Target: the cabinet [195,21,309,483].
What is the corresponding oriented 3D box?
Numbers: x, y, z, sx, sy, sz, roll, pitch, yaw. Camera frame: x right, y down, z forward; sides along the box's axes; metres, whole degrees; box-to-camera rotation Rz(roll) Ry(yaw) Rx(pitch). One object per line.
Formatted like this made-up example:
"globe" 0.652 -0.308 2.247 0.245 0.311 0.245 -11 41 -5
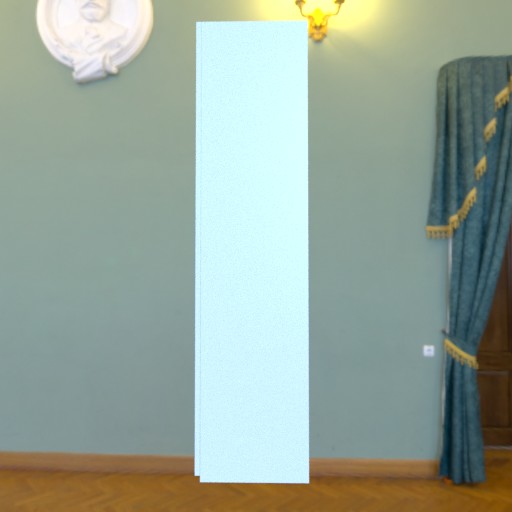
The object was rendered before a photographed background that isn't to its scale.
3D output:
"cabinet" 0.000 0.000 3.624 0.590 2.370 2.700 0 -2 1
